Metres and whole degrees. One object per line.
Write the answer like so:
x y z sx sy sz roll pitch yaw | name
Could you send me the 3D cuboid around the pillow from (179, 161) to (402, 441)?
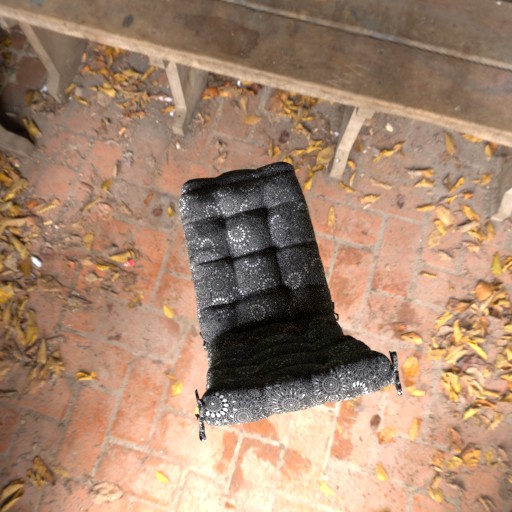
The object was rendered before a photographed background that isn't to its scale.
0.000 0.000 1.551 0.526 0.863 1.016 -12 76 -3 | pillow
